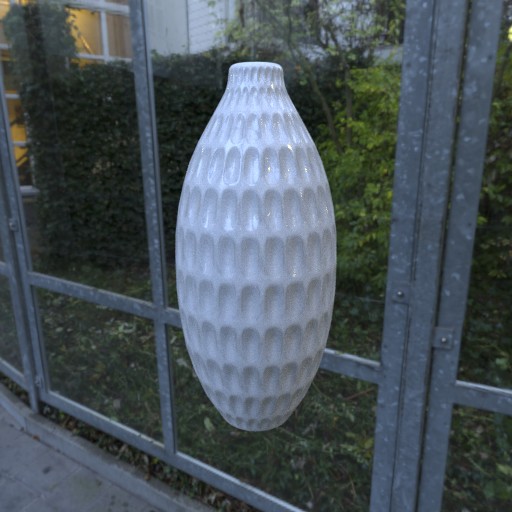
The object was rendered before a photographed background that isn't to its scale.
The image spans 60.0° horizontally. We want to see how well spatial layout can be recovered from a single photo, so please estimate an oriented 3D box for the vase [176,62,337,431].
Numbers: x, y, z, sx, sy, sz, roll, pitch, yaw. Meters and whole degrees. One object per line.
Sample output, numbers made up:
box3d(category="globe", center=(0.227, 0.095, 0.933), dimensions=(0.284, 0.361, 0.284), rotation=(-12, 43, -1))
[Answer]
box3d(category="vase", center=(0.000, 0.000, 0.354), dimensions=(0.127, 0.282, 0.127), rotation=(0, 15, 0))
